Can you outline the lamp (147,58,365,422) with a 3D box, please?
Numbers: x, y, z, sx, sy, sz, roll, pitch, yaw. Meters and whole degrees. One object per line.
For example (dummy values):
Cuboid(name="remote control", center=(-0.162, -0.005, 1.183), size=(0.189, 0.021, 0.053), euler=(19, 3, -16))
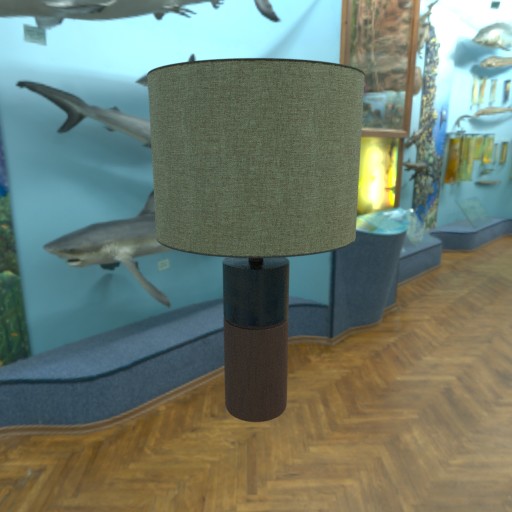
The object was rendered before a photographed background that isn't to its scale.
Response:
Cuboid(name="lamp", center=(0.000, 0.000, 0.465), size=(0.202, 0.350, 0.202), euler=(0, 14, 0))
